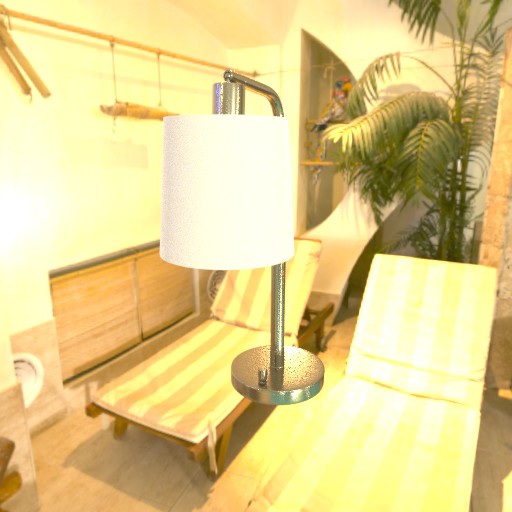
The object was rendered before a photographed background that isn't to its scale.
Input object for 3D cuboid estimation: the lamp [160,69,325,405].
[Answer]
[{"bbox_3d":[0.000,0.000,0.648,0.171,0.489,0.333,7,16,26],"label":"lamp"}]
